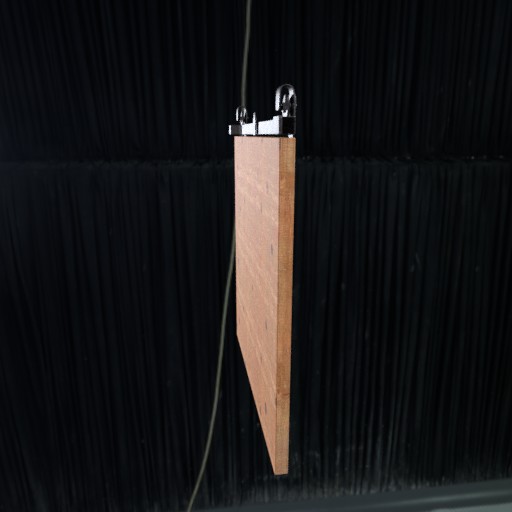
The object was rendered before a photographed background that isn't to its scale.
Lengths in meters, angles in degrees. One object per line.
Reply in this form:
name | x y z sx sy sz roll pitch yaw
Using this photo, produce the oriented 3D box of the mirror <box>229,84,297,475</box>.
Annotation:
mirror | 0.000 0.000 1.188 0.054 0.800 0.805 -2 15 -9
